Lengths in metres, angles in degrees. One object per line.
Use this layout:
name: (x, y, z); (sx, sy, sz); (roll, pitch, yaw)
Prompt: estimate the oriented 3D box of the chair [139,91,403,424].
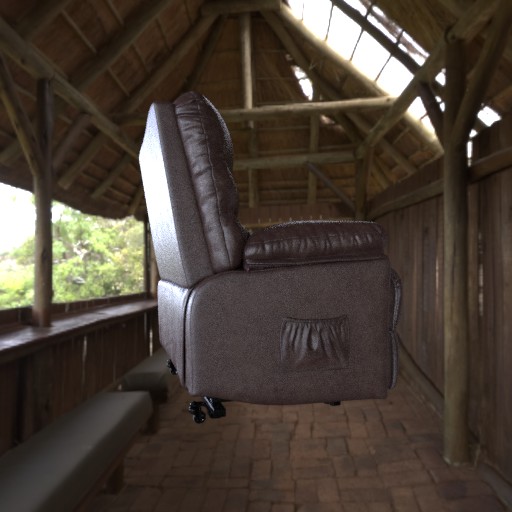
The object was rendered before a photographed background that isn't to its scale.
chair: (0.000, 0.000, 1.778); (0.879, 1.041, 0.940); (0, 0, -18)
